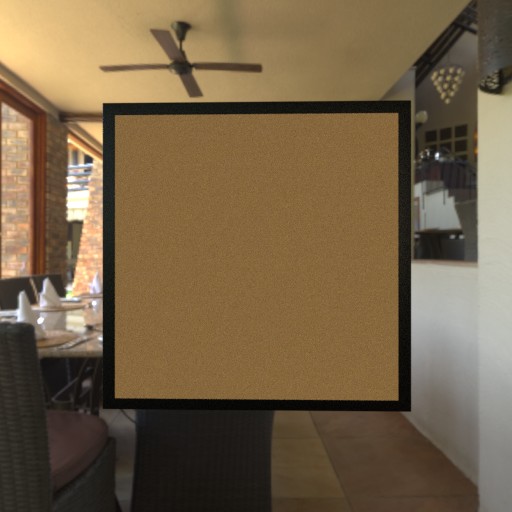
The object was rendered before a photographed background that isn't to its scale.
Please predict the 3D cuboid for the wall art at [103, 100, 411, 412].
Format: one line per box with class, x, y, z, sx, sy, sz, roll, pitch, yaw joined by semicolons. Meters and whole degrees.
wall art;0.000;0.000;0.448;0.299;0.299;0.037;0;0;1
